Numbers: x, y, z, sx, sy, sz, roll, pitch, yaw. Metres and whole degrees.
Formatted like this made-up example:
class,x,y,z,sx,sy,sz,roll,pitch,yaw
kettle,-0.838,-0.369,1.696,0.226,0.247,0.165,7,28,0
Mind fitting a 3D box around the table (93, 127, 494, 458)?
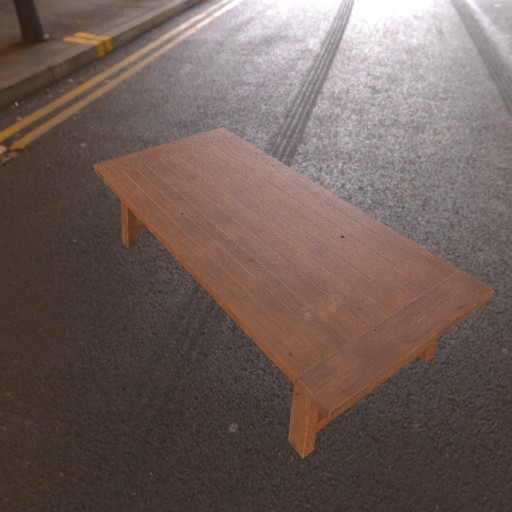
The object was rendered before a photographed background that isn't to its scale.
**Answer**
class,x,y,z,sx,sy,sz,roll,pitch,yaw
table,0.000,0.000,2.123,0.820,0.465,1.800,-25,45,-27
